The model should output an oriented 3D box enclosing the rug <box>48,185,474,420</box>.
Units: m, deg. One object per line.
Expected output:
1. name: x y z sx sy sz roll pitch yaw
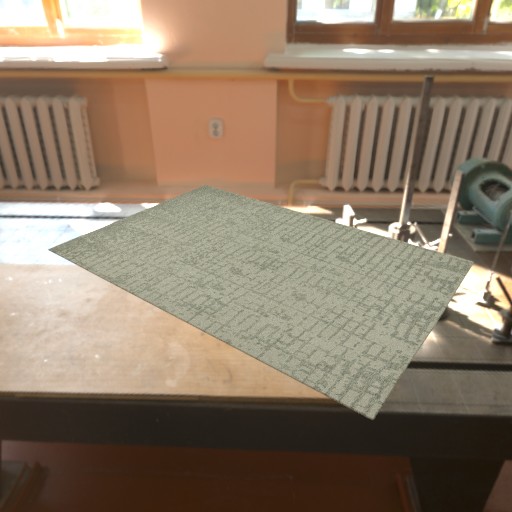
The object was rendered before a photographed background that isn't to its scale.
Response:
1. rug: 0.000 0.000 2.266 1.827 0.007 1.211 20 35 32
